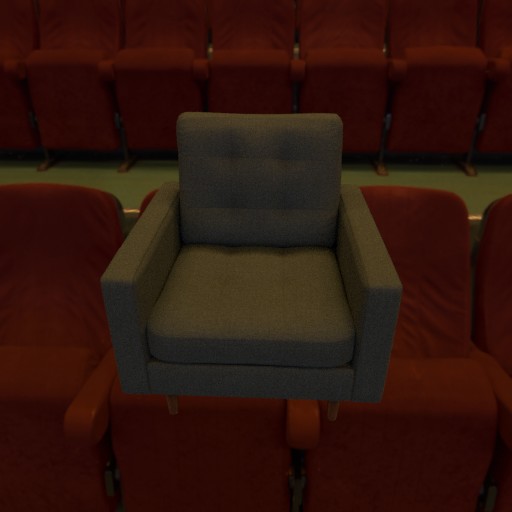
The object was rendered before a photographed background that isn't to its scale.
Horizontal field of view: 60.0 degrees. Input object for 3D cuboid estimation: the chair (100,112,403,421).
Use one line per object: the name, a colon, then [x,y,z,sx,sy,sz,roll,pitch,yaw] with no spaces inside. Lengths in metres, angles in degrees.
chair: [0.000,0.000,1.576,0.821,0.880,0.843,1,29,2]
